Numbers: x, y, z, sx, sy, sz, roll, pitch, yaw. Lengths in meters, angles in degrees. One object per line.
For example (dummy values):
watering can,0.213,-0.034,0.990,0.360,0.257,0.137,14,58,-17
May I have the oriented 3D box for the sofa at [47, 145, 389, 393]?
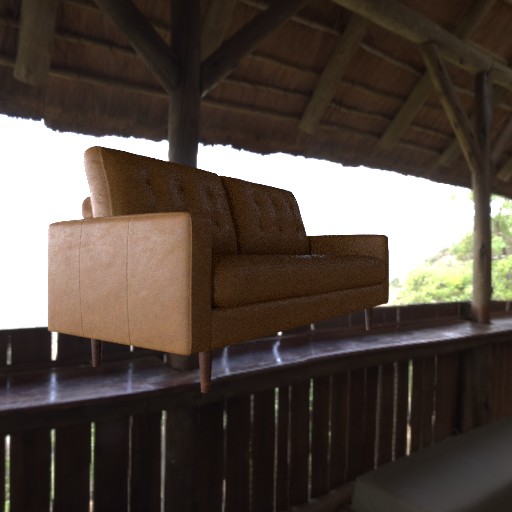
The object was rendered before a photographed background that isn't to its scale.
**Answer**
sofa,0.000,0.000,2.262,0.850,0.898,1.821,0,0,35
